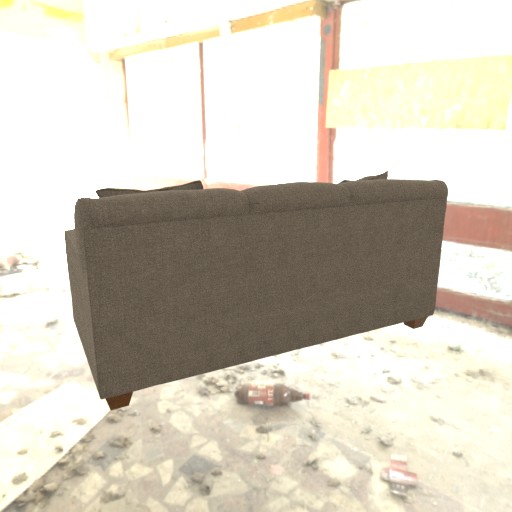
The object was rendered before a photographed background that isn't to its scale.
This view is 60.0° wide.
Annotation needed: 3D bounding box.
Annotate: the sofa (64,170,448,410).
[{"bbox_3d":[0.000,0.000,2.613,2.024,0.958,0.997,-8,17,-27],"label":"sofa"}]
